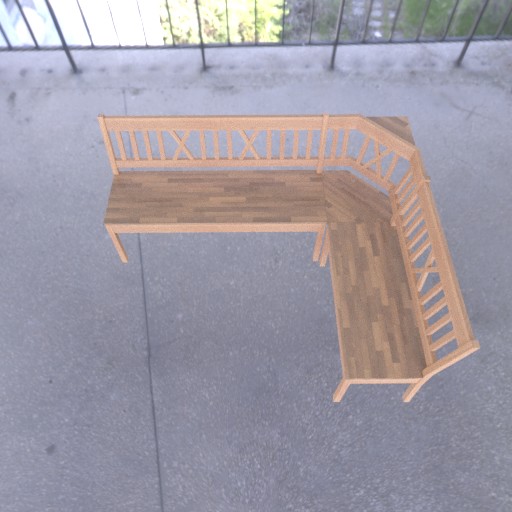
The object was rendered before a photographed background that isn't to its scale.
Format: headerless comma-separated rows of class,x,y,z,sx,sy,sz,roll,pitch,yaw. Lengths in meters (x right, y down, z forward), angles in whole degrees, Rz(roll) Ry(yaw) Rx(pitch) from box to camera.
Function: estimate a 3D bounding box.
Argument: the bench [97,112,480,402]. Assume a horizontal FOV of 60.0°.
bench,0.000,0.000,2.712,1.937,0.902,1.537,0,57,0
